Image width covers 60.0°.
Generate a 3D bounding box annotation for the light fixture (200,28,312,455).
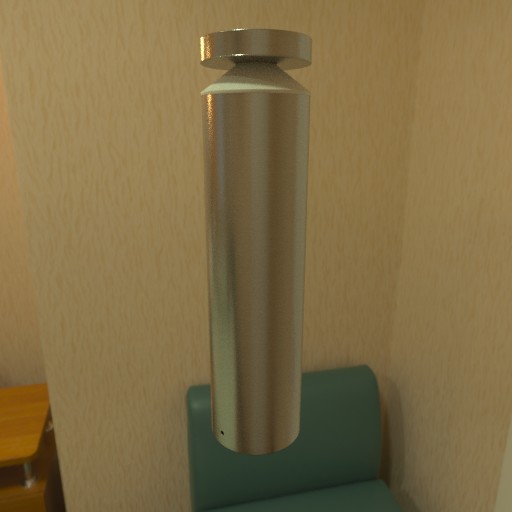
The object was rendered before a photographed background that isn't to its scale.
[{"bbox_3d":[0.000,0.000,0.451,0.102,0.400,0.102,-15,22,-42],"label":"light fixture"}]
